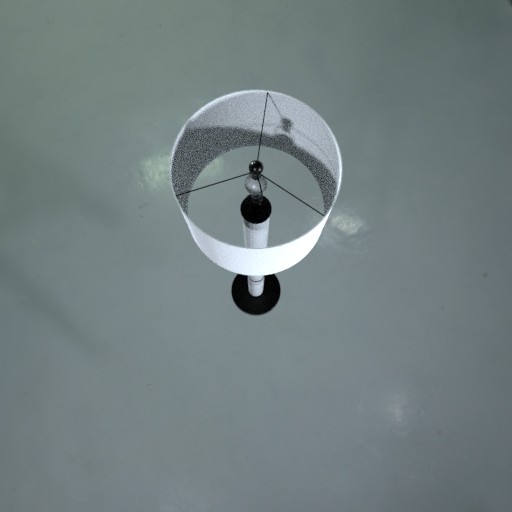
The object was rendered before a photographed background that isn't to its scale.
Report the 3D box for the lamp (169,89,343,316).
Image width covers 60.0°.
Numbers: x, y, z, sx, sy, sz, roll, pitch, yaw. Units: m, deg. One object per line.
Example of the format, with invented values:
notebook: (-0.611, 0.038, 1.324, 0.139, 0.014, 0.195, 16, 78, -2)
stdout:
lamp: (0.000, 0.000, 1.725, 0.377, 1.599, 0.377, -21, 77, -5)
